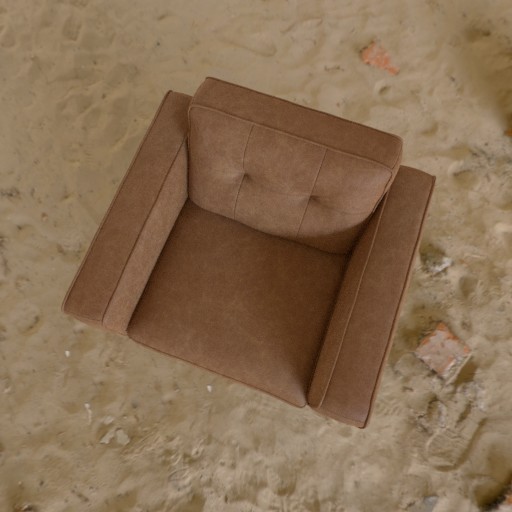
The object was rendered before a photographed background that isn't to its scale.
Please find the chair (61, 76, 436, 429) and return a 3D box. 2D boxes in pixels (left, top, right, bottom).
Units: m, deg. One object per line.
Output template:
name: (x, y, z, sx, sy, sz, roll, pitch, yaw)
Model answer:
chair: (0.000, 0.000, 1.725, 1.118, 0.782, 0.952, 20, 75, 6)
